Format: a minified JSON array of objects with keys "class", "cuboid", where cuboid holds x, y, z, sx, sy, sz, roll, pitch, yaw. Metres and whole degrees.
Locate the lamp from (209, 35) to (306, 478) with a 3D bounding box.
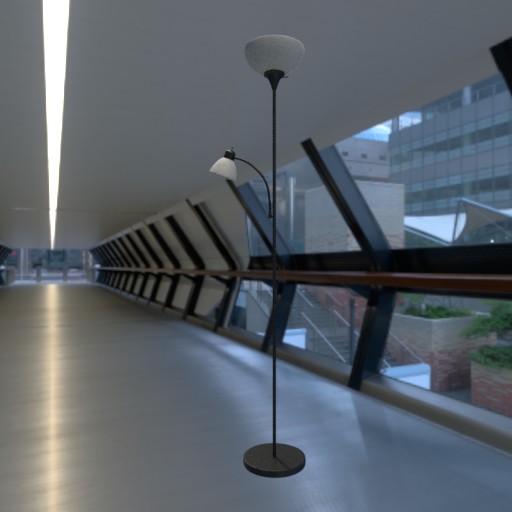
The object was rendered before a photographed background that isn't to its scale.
[{"class":"lamp","cuboid":[0.000,0.000,1.969,0.442,1.804,0.279,0,0,20]}]
